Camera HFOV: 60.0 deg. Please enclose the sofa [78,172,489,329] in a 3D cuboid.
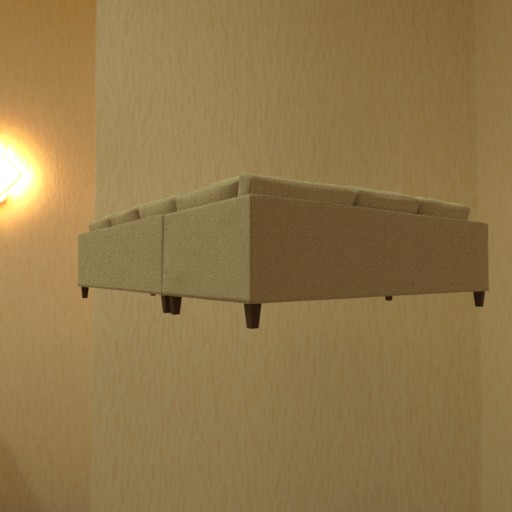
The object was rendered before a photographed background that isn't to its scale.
[{"bbox_3d":[0.000,0.000,4.195,2.432,0.863,3.182,1,-2,-36],"label":"sofa"}]
